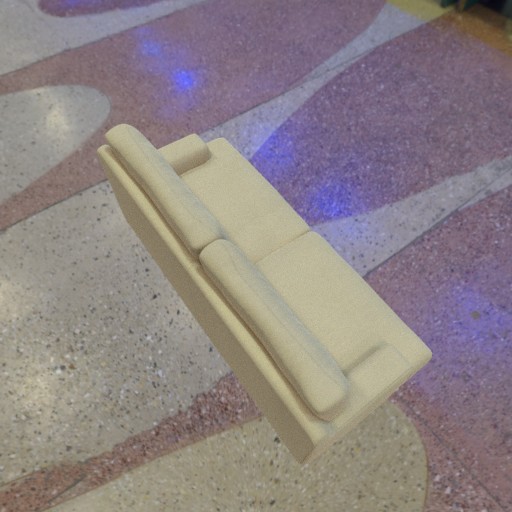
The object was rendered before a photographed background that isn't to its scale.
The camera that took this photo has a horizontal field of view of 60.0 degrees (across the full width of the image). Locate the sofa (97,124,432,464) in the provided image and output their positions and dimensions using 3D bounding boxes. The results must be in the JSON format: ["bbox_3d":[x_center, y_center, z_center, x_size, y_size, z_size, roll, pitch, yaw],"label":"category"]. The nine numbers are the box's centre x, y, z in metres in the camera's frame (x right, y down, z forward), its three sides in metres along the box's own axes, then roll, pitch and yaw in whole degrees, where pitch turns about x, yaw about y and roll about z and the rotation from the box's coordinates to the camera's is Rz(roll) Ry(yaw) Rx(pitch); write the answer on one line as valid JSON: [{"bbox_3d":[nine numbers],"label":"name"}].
[{"bbox_3d":[0.000,0.000,2.690,0.929,0.925,2.147,-31,63,-18],"label":"sofa"}]
